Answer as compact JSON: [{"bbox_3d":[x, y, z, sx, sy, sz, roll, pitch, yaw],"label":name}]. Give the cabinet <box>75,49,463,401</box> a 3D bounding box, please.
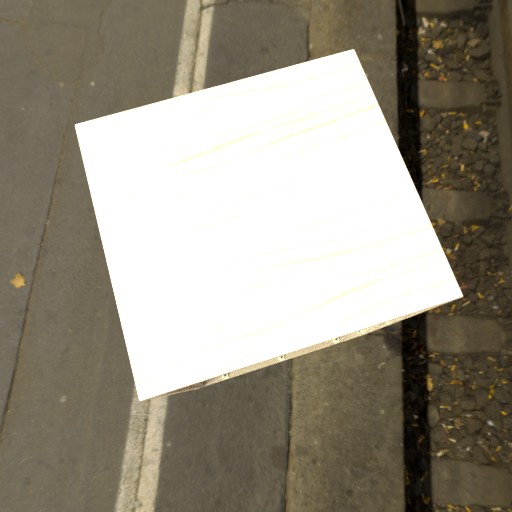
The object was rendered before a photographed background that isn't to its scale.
[{"bbox_3d":[0.000,0.000,0.858,0.409,0.579,0.401,-17,76,-5],"label":"cabinet"}]
